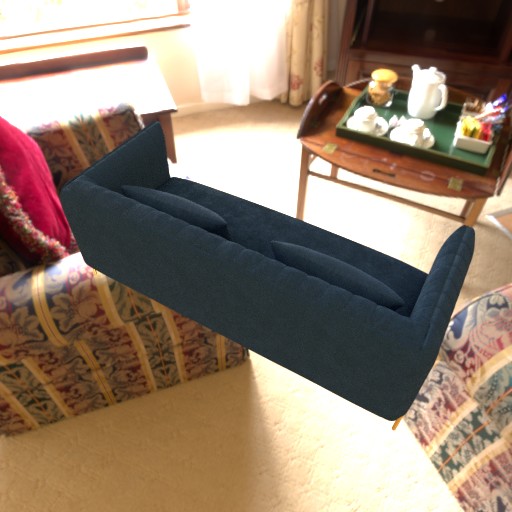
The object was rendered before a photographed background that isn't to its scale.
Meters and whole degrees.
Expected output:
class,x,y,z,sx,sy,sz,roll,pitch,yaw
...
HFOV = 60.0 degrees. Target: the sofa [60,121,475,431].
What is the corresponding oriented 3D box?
class,x,y,z,sx,sy,sz,roll,pitch,yaw
sofa,0.000,0.000,2.586,2.136,0.793,0.896,23,51,20
